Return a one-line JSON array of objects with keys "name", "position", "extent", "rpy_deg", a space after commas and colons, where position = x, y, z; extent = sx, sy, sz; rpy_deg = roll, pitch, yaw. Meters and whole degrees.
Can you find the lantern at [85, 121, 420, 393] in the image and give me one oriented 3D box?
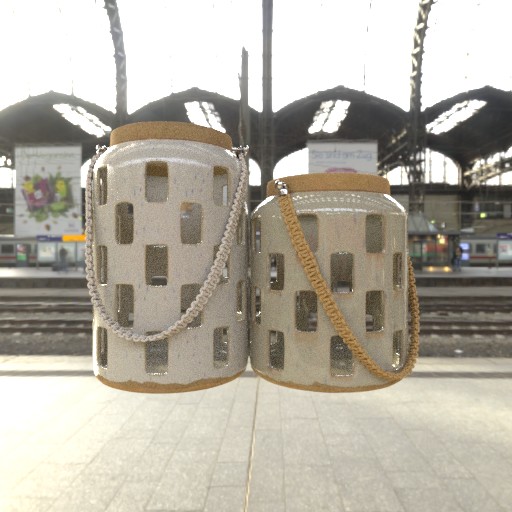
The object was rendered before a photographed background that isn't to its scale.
[{"name": "lantern", "position": [0.000, 0.000, 0.475], "extent": [0.347, 0.255, 0.184], "rpy_deg": [0, 0, 0]}]
